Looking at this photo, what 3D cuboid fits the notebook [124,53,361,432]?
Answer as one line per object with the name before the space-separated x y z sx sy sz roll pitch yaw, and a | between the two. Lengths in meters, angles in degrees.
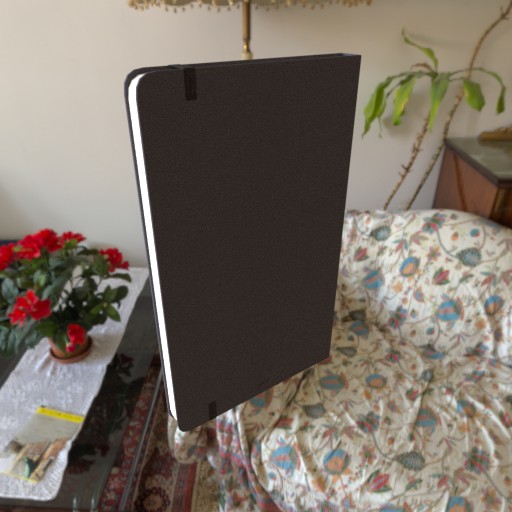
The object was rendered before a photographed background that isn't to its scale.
notebook | 0.000 0.000 0.262 0.127 0.213 0.016 -19 34 -30
